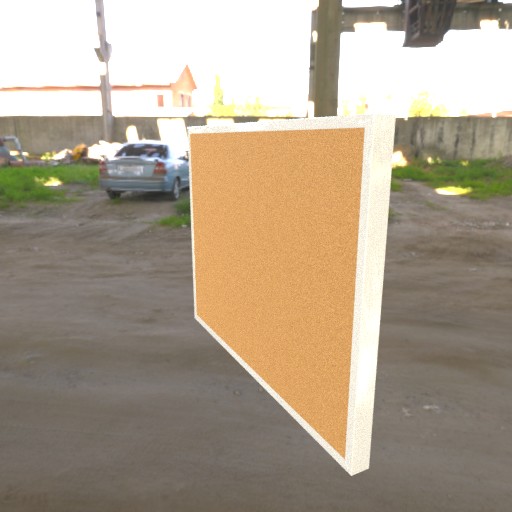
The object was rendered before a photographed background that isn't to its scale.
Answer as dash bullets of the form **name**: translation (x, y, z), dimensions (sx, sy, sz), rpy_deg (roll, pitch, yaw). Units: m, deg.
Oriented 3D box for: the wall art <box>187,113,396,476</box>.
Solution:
- **wall art**: translation (0.000, 0.000, 1.368), dimensions (0.053, 0.787, 1.041), rpy_deg (-7, 16, -26)
